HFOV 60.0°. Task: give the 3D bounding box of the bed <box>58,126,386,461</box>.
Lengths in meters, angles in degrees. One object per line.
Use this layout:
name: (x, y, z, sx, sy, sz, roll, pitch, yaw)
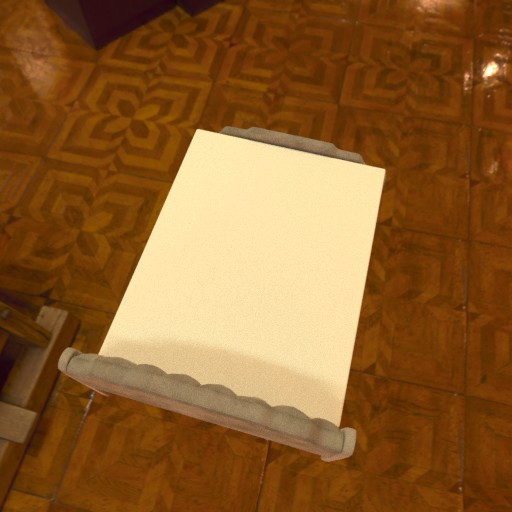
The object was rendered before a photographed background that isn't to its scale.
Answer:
bed: (0.000, 0.000, 3.225, 1.676, 1.245, 2.340, 14, 64, 7)
